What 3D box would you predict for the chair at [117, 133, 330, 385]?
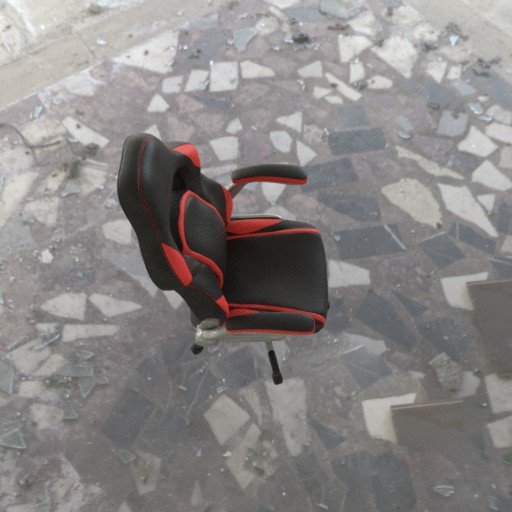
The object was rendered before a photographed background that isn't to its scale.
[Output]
[{"bbox_3d":[0.000,0.000,1.649,0.712,1.165,0.758,0,65,0],"label":"chair"}]
